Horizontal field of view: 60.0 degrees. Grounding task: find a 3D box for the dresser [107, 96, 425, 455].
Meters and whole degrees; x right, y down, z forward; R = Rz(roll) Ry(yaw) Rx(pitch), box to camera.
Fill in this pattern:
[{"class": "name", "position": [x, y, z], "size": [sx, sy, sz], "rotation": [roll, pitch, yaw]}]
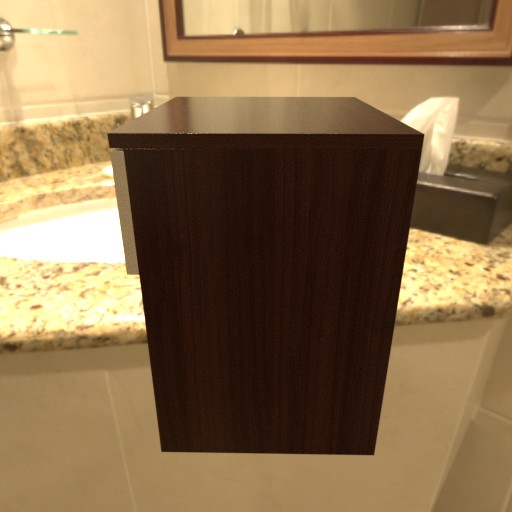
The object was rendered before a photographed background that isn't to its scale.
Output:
[{"class": "dresser", "position": [0.000, 0.000, 0.746], "size": [0.360, 0.470, 0.400], "rotation": [0, 25, 1]}]
